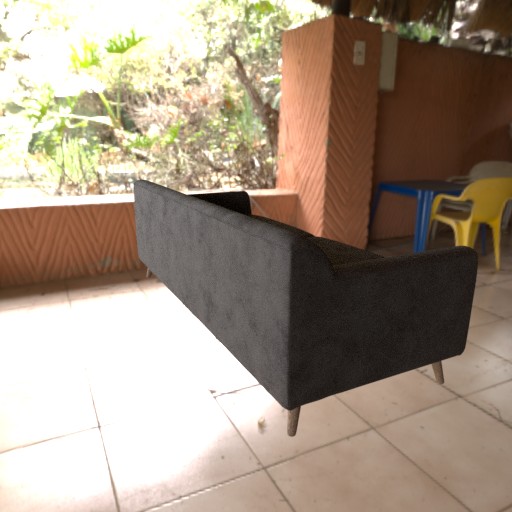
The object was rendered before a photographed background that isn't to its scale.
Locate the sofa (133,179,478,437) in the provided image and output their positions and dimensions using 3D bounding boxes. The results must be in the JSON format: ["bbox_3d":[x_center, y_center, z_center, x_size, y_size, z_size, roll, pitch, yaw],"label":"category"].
[{"bbox_3d":[0.000,0.000,2.554,0.900,0.740,2.190,-8,17,-26],"label":"sofa"}]
